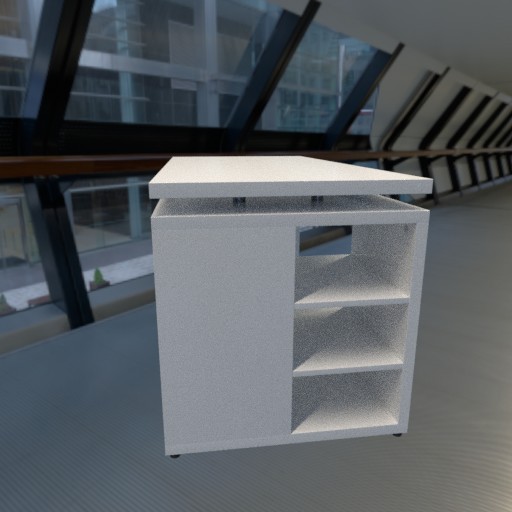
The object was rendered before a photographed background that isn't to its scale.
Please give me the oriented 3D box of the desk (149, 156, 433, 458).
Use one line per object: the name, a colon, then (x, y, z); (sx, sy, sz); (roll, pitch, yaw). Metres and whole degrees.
desk: (0.000, 0.000, 1.817); (0.690, 0.740, 1.400); (-2, 15, -8)
